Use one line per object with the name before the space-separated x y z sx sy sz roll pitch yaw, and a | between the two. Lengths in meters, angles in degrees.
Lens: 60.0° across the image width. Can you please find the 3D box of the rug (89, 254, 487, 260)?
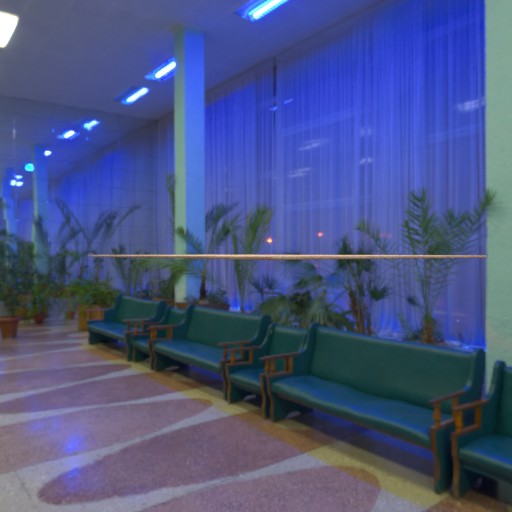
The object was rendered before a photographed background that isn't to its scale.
rug | 0.000 0.000 3.054 1.609 0.015 2.390 0 0 -36
